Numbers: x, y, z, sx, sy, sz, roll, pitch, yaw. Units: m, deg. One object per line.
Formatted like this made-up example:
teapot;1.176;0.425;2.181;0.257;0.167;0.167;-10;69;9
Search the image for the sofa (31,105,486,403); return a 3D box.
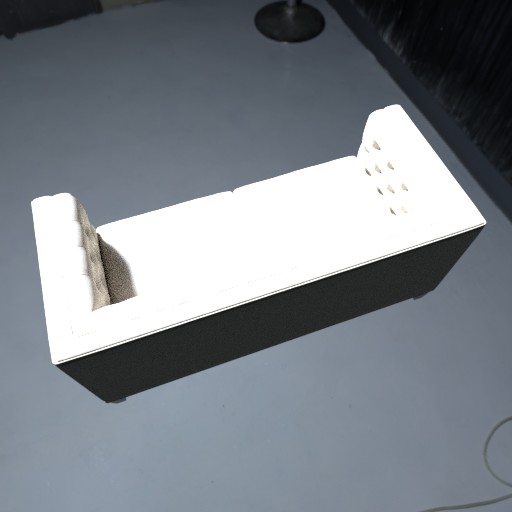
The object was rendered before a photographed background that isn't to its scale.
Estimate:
sofa;0.000;0.000;2.193;1.778;0.762;0.775;-17;61;-10
